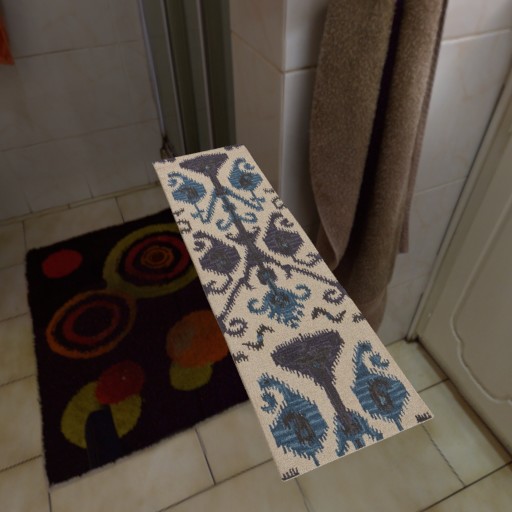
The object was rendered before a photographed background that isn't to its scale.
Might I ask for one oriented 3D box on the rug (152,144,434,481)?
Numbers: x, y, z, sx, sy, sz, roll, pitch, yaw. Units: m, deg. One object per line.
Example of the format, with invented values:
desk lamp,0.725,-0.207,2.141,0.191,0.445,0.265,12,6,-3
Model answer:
rug,0.000,0.000,2.505,0.692,0.017,2.301,-16,47,-15
